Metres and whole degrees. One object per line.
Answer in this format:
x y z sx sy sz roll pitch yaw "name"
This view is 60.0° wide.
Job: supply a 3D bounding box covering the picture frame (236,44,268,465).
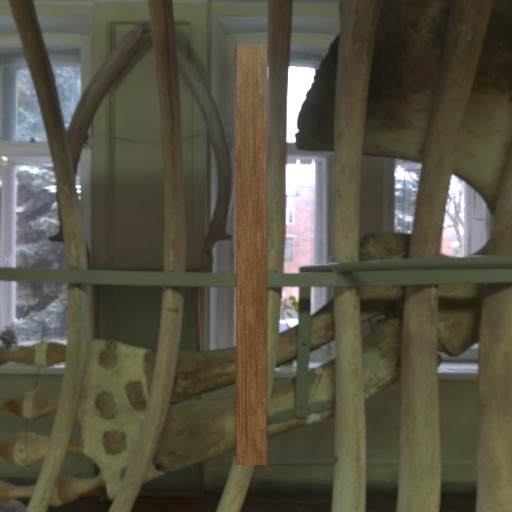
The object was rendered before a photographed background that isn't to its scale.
0.000 0.000 0.538 0.025 0.330 0.381 0 0 1 "picture frame"
